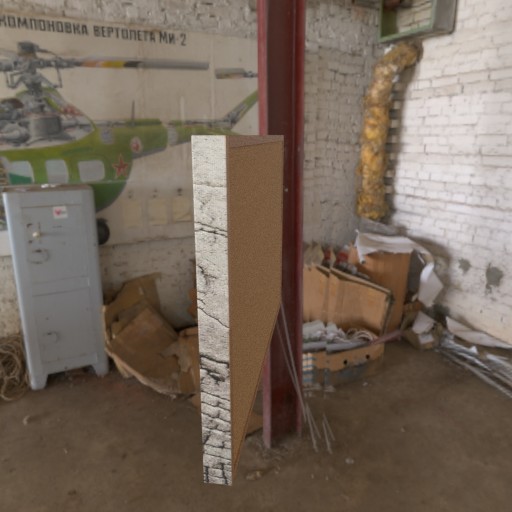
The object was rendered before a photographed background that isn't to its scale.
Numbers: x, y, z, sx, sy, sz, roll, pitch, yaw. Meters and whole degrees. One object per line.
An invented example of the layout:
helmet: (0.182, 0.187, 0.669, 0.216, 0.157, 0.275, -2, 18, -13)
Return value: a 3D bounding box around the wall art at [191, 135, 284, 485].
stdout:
wall art: (0.000, 0.000, 0.775, 0.035, 0.407, 0.613, 2, 15, 8)
